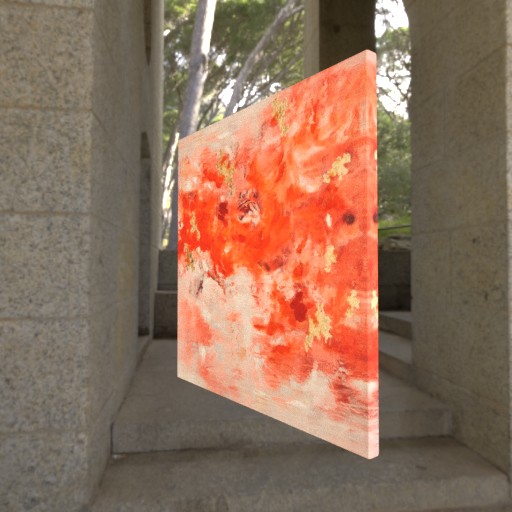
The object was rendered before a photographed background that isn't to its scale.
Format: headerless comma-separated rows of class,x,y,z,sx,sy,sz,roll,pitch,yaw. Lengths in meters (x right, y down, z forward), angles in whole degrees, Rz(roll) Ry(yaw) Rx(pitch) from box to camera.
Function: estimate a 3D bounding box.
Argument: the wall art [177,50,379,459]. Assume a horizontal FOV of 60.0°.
wall art,0.000,0.000,1.314,0.066,0.878,0.878,1,-2,-37
